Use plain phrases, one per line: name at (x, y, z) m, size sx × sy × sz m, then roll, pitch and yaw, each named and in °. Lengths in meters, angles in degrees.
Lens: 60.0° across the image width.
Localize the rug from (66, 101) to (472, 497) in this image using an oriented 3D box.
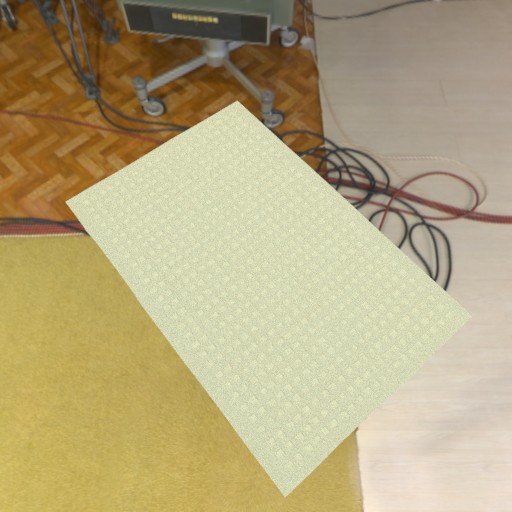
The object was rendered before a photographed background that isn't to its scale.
rug at (0.000, 0.000, 2.169) m, size 1.143 × 0.006 × 1.747 m, roll -36°, pitch 69°, yaw -17°
